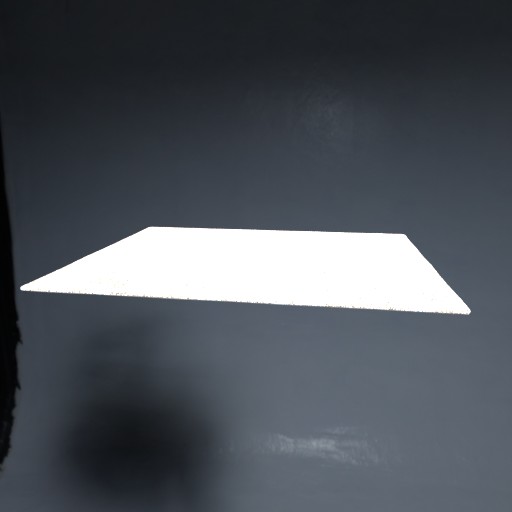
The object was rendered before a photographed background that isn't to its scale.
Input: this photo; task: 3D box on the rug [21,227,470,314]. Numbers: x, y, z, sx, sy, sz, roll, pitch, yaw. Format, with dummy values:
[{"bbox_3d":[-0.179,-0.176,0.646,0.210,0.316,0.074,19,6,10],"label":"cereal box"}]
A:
[{"bbox_3d":[0.000,0.000,4.102,3.047,0.029,2.438,2,14,9],"label":"rug"}]
